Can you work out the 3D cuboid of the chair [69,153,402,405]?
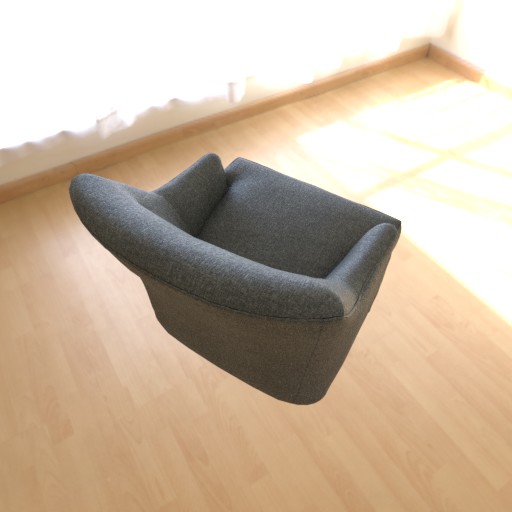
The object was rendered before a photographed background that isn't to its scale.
[{"bbox_3d":[0.000,0.000,1.576,0.864,0.856,0.923,26,54,21],"label":"chair"}]
